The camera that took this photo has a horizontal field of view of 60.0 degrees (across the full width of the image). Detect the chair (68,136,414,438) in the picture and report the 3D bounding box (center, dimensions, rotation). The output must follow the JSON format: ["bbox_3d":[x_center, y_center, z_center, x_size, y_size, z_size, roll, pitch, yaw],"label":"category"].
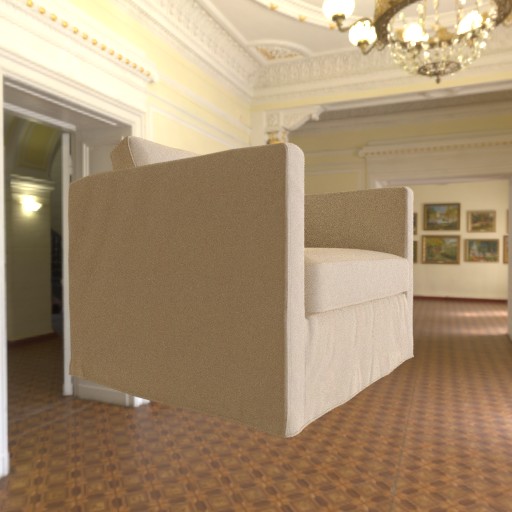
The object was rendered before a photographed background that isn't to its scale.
[{"bbox_3d":[0.000,0.000,1.724,0.947,0.851,1.057,1,1,36],"label":"chair"}]
